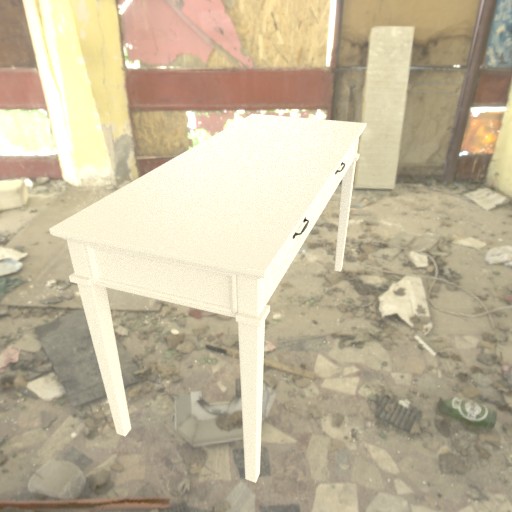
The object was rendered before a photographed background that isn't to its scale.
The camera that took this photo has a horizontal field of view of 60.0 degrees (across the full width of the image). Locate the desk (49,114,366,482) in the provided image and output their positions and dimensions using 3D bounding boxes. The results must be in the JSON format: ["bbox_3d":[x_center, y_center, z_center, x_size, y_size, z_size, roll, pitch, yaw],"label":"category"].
[{"bbox_3d":[0.000,0.000,1.741,0.559,0.774,1.372,11,31,18],"label":"desk"}]
